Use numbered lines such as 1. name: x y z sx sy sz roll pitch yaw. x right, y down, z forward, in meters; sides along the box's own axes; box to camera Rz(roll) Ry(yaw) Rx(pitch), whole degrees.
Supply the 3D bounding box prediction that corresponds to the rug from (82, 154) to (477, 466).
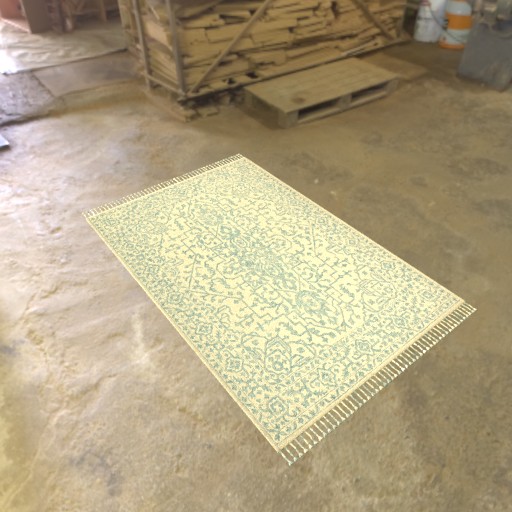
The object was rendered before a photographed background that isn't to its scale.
1. rug: 0.000 0.000 3.069 1.524 0.010 2.438 -28 49 -27
